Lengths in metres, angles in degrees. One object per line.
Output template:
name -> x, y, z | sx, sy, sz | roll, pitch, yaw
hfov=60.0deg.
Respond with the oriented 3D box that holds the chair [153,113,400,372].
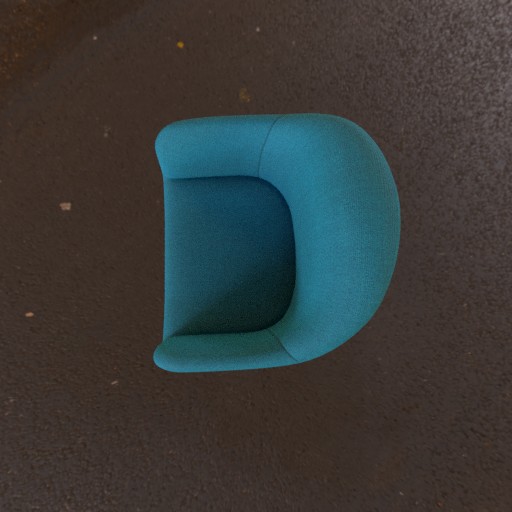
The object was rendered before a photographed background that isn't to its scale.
chair -> 0.000, 0.000, 1.207 | 0.550, 0.795, 0.590 | -3, 77, -1
